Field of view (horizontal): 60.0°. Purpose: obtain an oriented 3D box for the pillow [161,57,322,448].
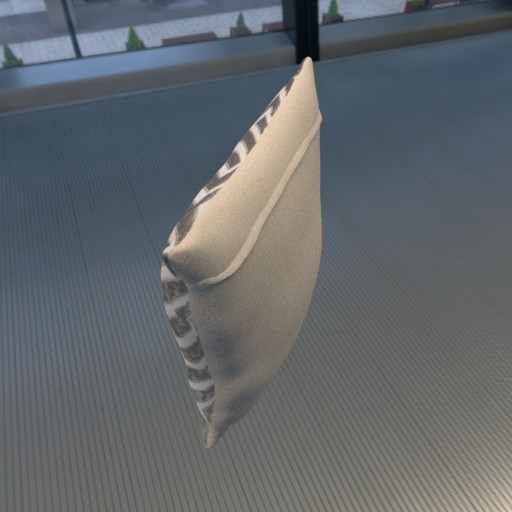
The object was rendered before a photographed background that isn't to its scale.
[{"bbox_3d":[0.000,0.000,0.670,0.182,0.441,0.440,16,48,15],"label":"pillow"}]
